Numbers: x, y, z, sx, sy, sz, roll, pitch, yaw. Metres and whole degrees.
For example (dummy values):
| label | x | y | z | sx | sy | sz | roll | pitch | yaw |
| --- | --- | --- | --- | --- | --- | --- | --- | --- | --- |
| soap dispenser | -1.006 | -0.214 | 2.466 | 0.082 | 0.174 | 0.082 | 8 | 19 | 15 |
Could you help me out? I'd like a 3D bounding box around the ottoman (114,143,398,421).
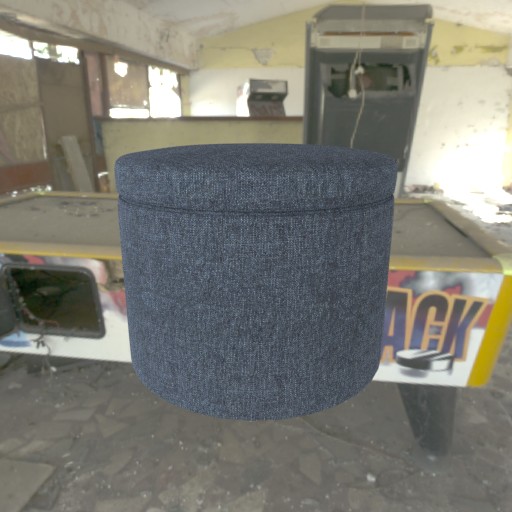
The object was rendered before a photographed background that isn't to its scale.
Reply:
| label | x | y | z | sx | sy | sz | roll | pitch | yaw |
| --- | --- | --- | --- | --- | --- | --- | --- | --- | --- |
| ottoman | 0.000 | 0.000 | 0.865 | 0.500 | 0.419 | 0.500 | 0 | 16 | 0 |
